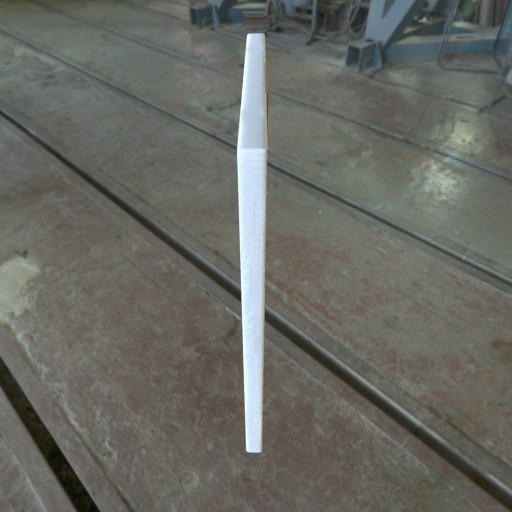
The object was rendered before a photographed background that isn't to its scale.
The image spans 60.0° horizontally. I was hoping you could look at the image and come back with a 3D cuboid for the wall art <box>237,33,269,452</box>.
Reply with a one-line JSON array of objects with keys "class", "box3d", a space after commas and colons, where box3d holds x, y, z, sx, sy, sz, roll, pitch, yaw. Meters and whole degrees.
[{"class": "wall art", "box3d": [0.000, 0.000, 1.152, 0.048, 0.916, 0.602, 0, 41, 0]}]
